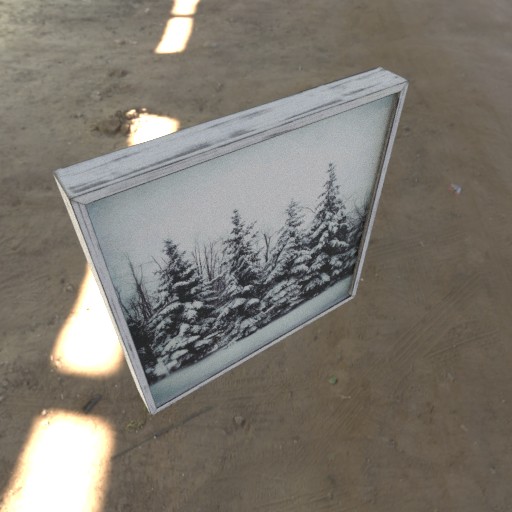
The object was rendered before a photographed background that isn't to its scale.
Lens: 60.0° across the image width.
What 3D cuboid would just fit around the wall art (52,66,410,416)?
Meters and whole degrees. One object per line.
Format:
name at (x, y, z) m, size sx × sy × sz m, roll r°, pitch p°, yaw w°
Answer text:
wall art at (0.000, 0.000, 0.453) m, size 0.303 × 0.303 × 0.036 m, roll -26°, pitch 51°, yaw -23°
